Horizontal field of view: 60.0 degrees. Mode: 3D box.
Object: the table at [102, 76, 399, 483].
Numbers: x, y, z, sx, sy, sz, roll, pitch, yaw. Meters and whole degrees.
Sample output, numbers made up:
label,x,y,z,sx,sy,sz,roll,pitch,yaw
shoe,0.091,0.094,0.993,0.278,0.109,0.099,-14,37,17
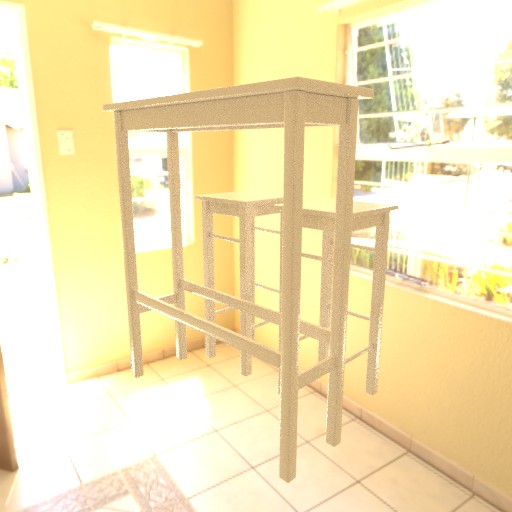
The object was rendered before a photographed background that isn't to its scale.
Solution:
label,x,y,z,sx,sy,sz,roll,pitch,yaw
table,0.000,0.000,1.615,0.650,1.065,0.915,-13,19,-43
